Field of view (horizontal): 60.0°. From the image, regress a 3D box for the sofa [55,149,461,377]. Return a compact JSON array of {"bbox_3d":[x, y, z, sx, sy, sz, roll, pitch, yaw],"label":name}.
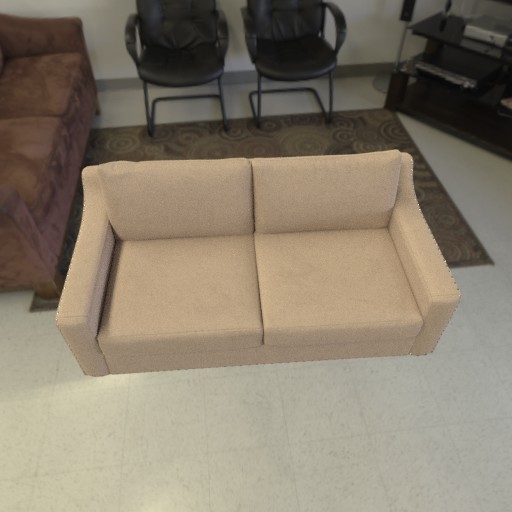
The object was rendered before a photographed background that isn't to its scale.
[{"bbox_3d":[0.000,0.000,2.529,1.967,0.901,1.030,-3,47,-3],"label":"sofa"}]
